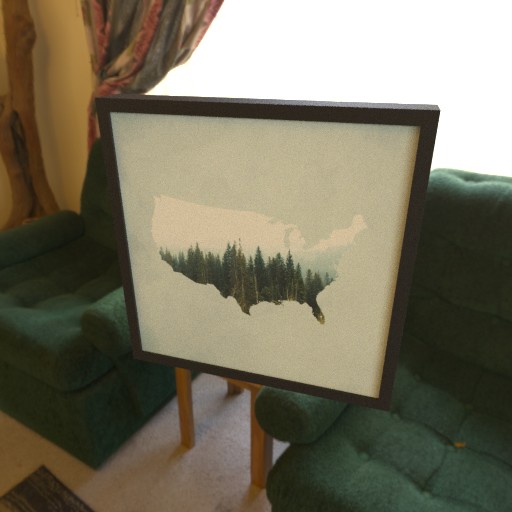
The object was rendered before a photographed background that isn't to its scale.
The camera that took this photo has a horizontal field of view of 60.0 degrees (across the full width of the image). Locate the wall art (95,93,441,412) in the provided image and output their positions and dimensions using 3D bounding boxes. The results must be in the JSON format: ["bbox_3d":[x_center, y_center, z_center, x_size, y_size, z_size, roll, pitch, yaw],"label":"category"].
[{"bbox_3d":[0.000,0.000,0.457,0.304,0.304,0.038,7,27,15],"label":"wall art"}]
